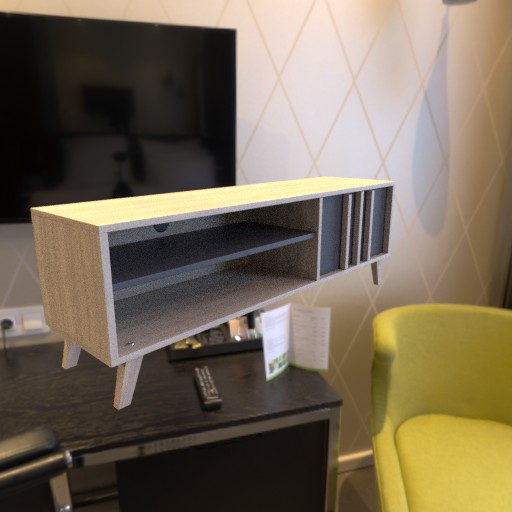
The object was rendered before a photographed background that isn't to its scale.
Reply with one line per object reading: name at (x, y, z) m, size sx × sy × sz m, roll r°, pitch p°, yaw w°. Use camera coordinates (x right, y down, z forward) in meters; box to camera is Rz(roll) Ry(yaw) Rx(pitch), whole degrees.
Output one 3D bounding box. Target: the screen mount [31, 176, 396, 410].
screen mount at (0.000, 0.000, 1.752) m, size 0.401 × 0.509 × 1.500 m, roll 13°, pitch 20°, yaw 41°
